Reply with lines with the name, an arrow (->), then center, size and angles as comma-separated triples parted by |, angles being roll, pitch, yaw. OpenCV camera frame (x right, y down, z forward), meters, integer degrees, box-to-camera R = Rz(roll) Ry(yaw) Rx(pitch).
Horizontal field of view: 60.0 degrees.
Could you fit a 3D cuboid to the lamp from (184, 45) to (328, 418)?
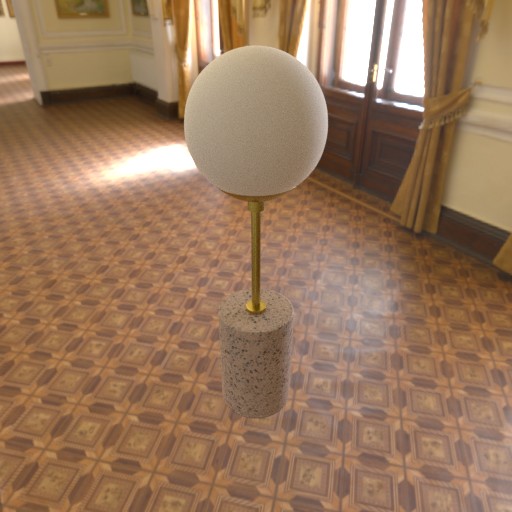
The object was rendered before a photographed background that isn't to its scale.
lamp -> 0.000, 0.000, 0.559 | 0.153, 0.480, 0.153 | 0, 30, 0
